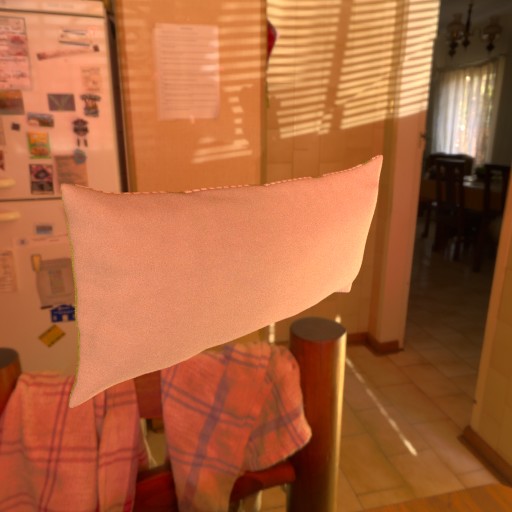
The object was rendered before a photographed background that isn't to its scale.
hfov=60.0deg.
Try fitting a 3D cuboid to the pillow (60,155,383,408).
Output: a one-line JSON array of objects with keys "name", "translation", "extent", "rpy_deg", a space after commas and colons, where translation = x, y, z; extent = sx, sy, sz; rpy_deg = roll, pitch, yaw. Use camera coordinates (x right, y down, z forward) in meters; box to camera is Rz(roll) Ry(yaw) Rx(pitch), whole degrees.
[{"name": "pillow", "translation": [0.000, 0.000, 0.705], "extent": [0.608, 0.292, 0.156], "rpy_deg": [-15, 22, -42]}]
